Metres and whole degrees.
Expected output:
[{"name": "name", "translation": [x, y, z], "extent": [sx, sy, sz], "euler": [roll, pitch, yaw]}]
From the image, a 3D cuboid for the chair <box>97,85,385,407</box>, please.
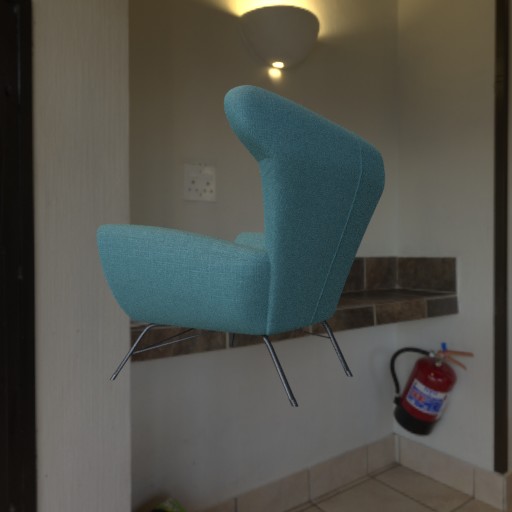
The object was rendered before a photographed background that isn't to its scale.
[{"name": "chair", "translation": [0.000, 0.000, 1.802], "extent": [0.900, 0.980, 1.050], "euler": [0, 1, 35]}]
